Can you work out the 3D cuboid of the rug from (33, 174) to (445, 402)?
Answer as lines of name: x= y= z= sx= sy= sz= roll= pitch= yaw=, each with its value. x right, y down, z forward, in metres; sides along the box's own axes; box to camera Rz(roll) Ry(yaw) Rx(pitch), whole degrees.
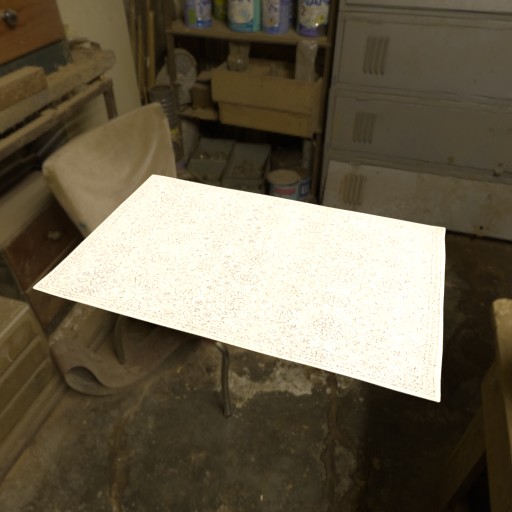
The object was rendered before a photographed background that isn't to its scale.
rug: x=0.000 y=0.000 z=3.013 sx=2.434 sy=0.023 sz=1.518 roll=12 pitch=41 yaw=14
